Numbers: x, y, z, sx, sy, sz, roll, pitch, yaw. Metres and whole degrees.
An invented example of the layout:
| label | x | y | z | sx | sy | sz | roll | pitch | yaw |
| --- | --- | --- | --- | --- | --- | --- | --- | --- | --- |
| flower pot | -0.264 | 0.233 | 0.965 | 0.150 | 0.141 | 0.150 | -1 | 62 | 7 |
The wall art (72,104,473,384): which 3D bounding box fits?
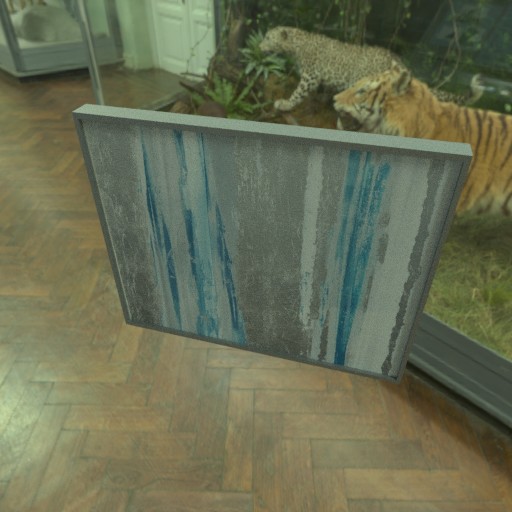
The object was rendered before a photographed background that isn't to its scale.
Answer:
| label | x | y | z | sx | sy | sz | roll | pitch | yaw |
| --- | --- | --- | --- | --- | --- | --- | --- | --- | --- |
| wall art | 0.000 | 0.000 | 0.749 | 0.557 | 0.450 | 0.037 | 10 | 39 | 12 |
